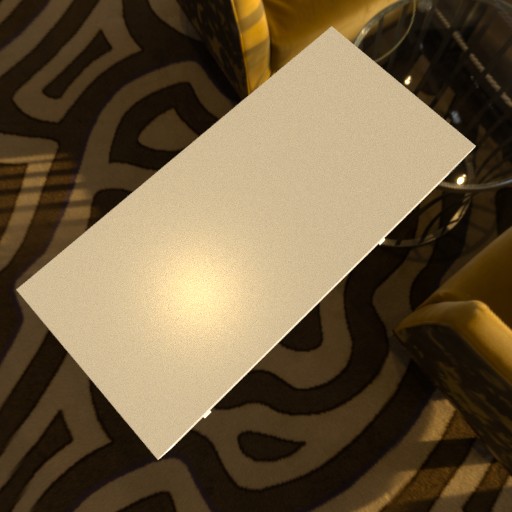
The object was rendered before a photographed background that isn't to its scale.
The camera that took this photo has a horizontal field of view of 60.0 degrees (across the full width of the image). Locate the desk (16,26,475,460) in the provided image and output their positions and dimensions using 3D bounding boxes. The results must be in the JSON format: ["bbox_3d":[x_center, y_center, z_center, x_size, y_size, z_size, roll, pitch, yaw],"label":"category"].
[{"bbox_3d":[0.000,0.000,1.451,1.059,0.780,0.509,-43,79,-10],"label":"desk"}]
